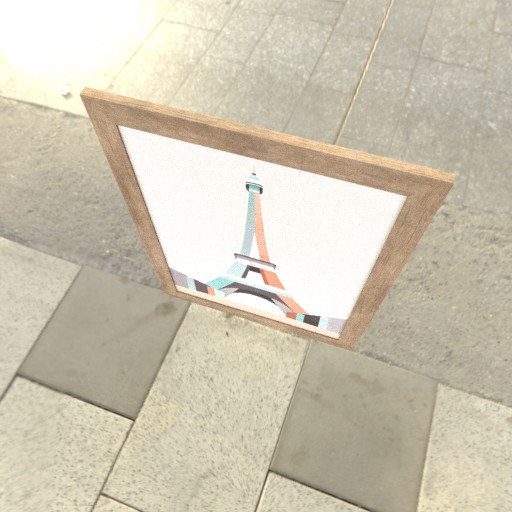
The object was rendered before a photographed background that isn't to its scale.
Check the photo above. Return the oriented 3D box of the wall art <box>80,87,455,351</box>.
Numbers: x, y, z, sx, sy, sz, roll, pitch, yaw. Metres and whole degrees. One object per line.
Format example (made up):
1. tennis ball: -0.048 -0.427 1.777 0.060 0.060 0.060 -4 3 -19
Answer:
1. wall art: 0.000 0.000 0.904 0.534 0.686 0.018 16 61 9
